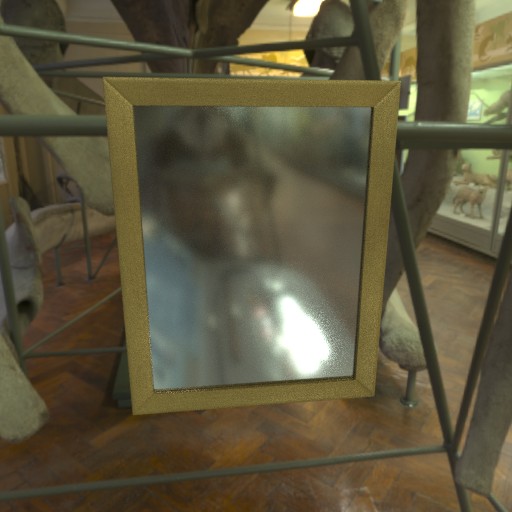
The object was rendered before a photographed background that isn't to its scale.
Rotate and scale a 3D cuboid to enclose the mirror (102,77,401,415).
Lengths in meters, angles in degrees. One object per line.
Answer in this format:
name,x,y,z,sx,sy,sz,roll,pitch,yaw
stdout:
mirror,0.000,0.000,0.687,0.405,0.508,0.041,-2,16,-7
